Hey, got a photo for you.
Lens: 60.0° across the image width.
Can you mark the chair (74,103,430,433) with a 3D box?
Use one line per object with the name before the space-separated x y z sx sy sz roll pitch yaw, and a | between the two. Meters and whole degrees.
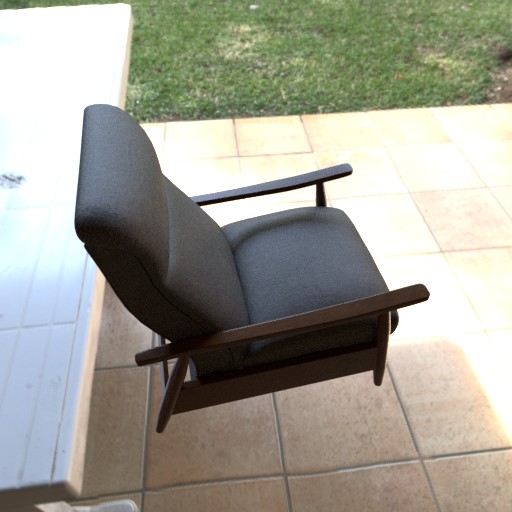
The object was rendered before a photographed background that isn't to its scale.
chair | 0.000 0.000 1.688 1.014 1.081 0.762 -9 48 -8
